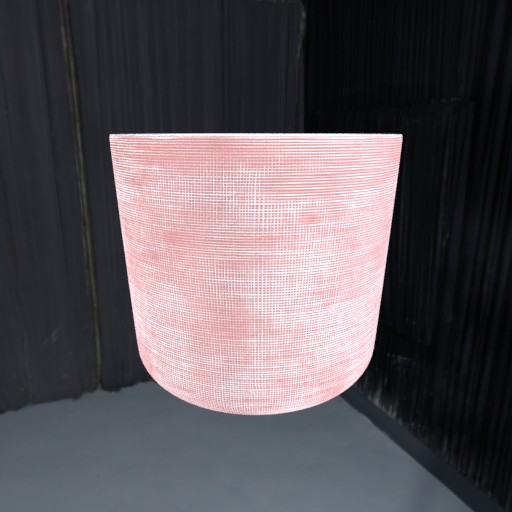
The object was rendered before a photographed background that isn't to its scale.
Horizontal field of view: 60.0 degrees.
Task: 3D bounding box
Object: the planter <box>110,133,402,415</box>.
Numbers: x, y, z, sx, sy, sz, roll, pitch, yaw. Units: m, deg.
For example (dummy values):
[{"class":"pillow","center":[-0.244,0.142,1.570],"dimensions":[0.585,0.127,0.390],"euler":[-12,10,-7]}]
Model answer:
[{"class":"planter","center":[0.000,0.000,0.751],"dimensions":[0.440,0.398,0.440],"euler":[0,16,0]}]
